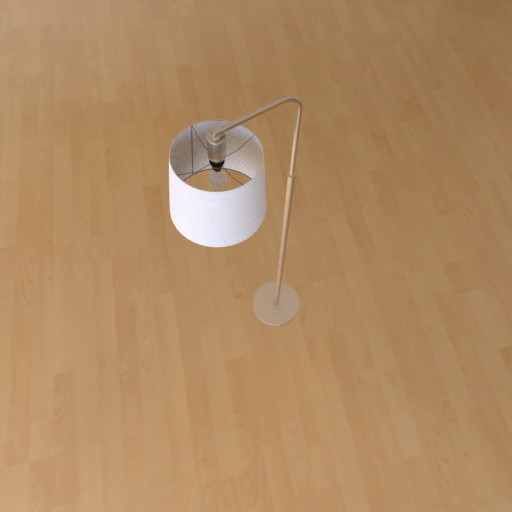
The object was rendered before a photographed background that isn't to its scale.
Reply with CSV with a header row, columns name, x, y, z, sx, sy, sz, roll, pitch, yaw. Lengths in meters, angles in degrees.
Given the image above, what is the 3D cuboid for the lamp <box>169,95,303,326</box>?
name,x,y,z,sx,sy,sz,roll,pitch,yaw
lamp,0.000,0.000,1.634,0.508,1.478,0.254,-34,69,-15
